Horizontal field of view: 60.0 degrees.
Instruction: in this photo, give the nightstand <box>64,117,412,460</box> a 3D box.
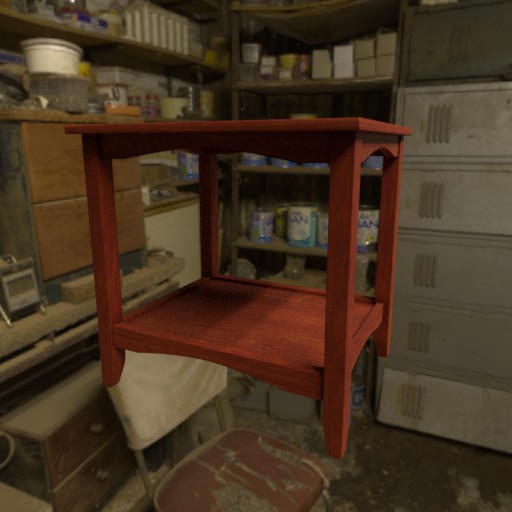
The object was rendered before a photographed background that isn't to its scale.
[{"bbox_3d":[0.000,0.000,0.996,0.558,0.558,0.501,7,16,25],"label":"nightstand"}]
